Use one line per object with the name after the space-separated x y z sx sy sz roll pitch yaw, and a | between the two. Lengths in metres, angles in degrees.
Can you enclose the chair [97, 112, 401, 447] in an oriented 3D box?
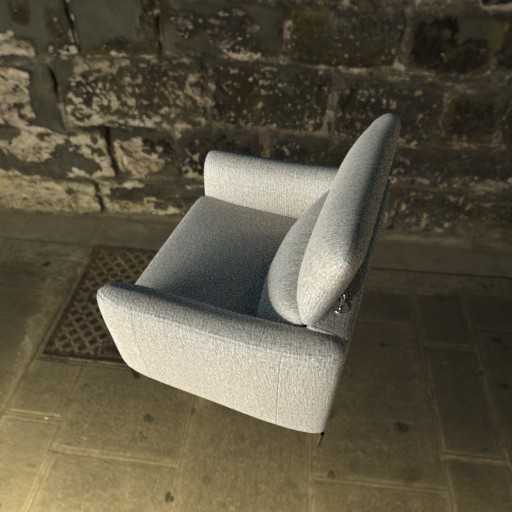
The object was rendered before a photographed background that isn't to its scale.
0.000 0.000 1.685 0.835 0.967 0.972 15 48 14 | chair
